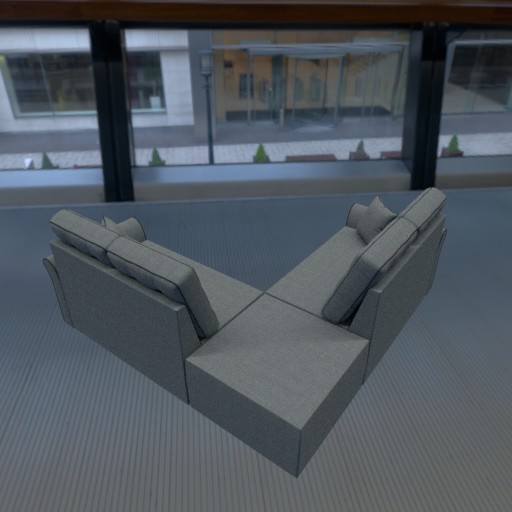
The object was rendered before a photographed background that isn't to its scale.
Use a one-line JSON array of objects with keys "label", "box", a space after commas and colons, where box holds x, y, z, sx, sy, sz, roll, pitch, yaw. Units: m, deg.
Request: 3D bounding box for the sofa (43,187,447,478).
[{"label": "sofa", "box": [0.000, 0.000, 3.228, 2.070, 0.988, 2.068, 22, 38, 30]}]
